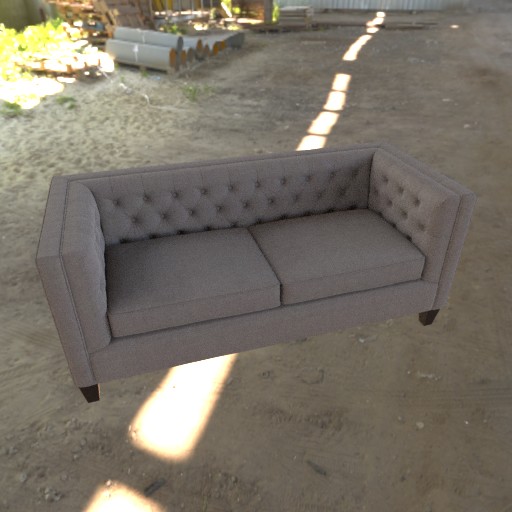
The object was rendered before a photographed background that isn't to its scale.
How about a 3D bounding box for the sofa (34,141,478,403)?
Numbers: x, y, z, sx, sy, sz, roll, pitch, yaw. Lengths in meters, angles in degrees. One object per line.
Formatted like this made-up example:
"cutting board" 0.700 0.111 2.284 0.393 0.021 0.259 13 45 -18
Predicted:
"sofa" 0.000 0.000 2.194 1.778 0.762 0.775 -9 34 -14
